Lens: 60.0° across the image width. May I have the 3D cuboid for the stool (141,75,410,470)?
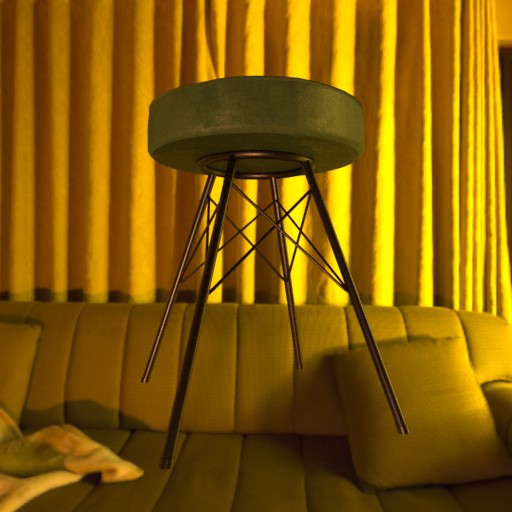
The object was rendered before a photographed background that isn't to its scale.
[{"bbox_3d":[0.000,0.000,0.898,0.430,0.595,0.457,0,0,-18],"label":"stool"}]
